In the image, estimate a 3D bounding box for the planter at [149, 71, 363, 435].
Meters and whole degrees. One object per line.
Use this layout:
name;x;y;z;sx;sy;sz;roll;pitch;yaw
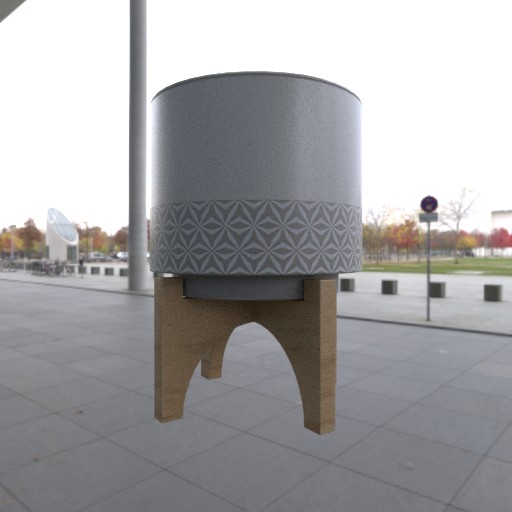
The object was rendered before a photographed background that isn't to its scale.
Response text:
planter;0.000;0.000;0.532;0.249;0.343;0.249;0;0;0
